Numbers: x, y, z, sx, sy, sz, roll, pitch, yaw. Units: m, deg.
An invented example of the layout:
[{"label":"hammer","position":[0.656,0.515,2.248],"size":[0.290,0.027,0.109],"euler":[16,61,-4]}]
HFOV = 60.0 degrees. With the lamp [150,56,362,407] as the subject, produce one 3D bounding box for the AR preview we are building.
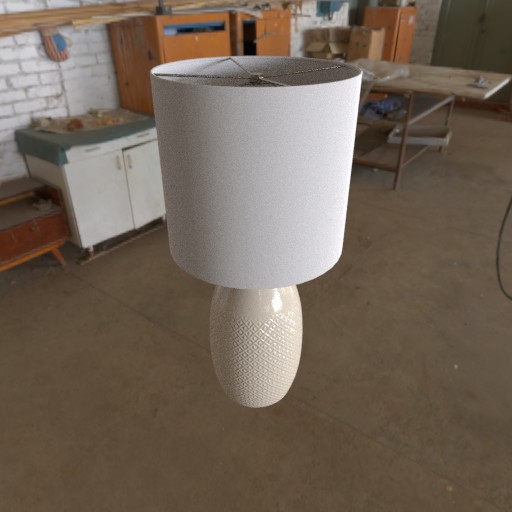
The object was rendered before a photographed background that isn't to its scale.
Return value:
[{"label":"lamp","position":[0.000,0.000,0.576],"size":[0.217,0.453,0.217],"euler":[-9,32,-15]}]
